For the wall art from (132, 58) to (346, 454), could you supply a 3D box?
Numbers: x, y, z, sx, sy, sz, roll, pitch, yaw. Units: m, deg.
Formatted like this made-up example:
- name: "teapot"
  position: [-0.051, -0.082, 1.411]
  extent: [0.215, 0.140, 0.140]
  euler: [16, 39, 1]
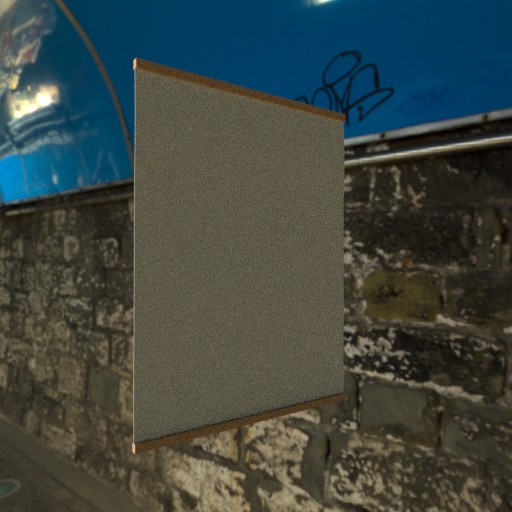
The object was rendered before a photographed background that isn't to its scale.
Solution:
- name: "wall art"
  position: [0.000, 0.000, 0.814]
  extent: [0.458, 0.605, 0.011]
  euler: [0, -1, -35]
